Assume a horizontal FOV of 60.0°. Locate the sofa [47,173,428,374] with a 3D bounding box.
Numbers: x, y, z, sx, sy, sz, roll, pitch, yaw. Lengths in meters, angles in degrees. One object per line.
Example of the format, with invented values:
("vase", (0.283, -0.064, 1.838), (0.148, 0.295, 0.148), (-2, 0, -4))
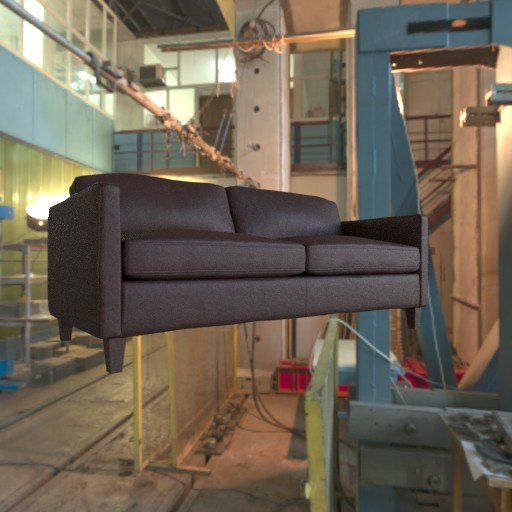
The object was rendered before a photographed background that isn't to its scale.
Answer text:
("sofa", (0.000, 0.000, 2.444), (1.971, 0.863, 0.923), (0, -1, -35))
